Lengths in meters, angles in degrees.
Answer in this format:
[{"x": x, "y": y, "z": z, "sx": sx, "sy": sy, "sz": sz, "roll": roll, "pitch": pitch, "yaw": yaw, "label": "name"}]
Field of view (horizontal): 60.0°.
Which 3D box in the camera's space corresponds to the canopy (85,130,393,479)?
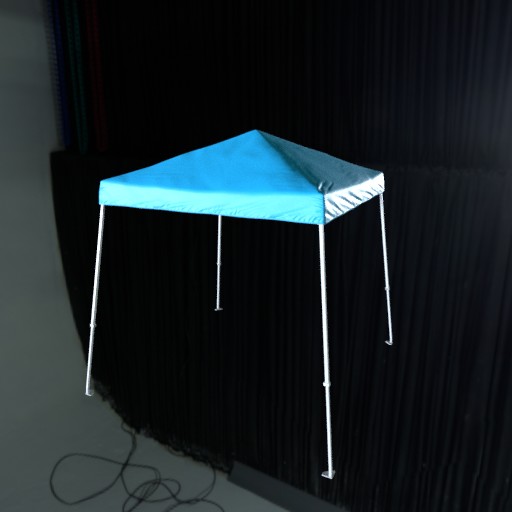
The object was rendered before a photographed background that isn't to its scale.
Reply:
[{"x": 0.000, "y": 0.000, "z": 5.200, "sx": 2.848, "sy": 2.849, "sz": 2.849, "roll": 7, "pitch": 17, "yaw": 25, "label": "canopy"}]
